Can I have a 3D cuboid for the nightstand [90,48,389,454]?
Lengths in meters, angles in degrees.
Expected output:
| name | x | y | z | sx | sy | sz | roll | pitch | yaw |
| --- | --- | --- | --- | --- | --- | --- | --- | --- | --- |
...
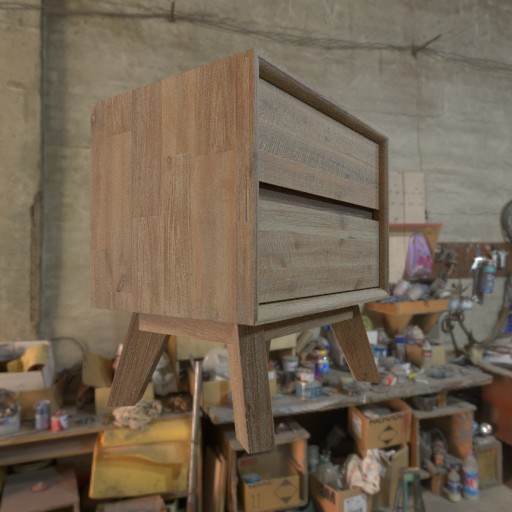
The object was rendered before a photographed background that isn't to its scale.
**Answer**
| name | x | y | z | sx | sy | sz | roll | pitch | yaw |
| --- | --- | --- | --- | --- | --- | --- | --- | --- | --- |
| nightstand | 0.000 | 0.000 | 0.968 | 0.396 | 0.589 | 0.552 | 0 | 0 | 36 |
